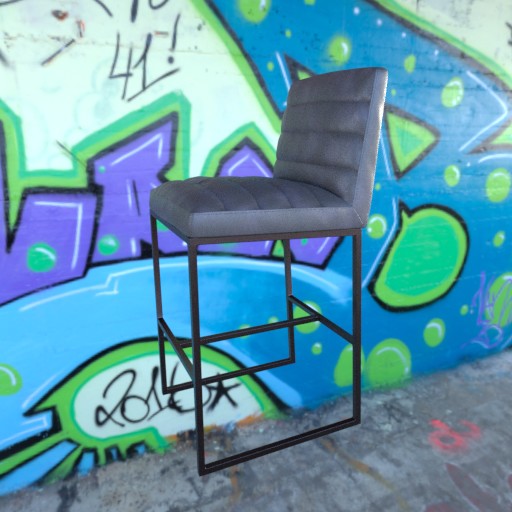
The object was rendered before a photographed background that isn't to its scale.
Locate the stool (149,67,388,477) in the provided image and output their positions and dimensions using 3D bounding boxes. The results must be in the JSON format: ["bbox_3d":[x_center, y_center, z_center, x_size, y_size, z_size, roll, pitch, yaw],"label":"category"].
[{"bbox_3d":[0.000,0.000,1.350,0.562,1.065,0.463,-7,18,-24],"label":"stool"}]
